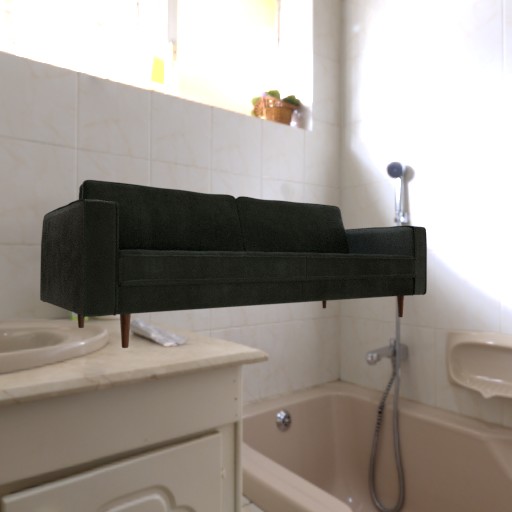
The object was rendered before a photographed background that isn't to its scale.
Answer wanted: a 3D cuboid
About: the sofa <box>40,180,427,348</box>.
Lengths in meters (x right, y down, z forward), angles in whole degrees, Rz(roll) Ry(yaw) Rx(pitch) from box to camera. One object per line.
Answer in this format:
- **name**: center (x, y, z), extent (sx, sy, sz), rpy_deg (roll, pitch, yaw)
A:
- **sofa**: center (0.000, 0.000, 2.627), extent (2.214, 0.781, 0.886), rpy_deg (1, -1, -35)
